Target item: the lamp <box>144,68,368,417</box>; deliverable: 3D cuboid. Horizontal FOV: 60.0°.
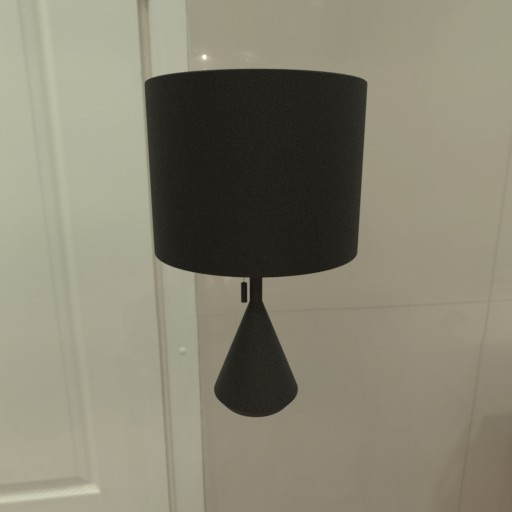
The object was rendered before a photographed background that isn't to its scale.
[{"bbox_3d":[0.000,0.000,0.807,0.359,0.584,0.359,-2,15,-8],"label":"lamp"}]
